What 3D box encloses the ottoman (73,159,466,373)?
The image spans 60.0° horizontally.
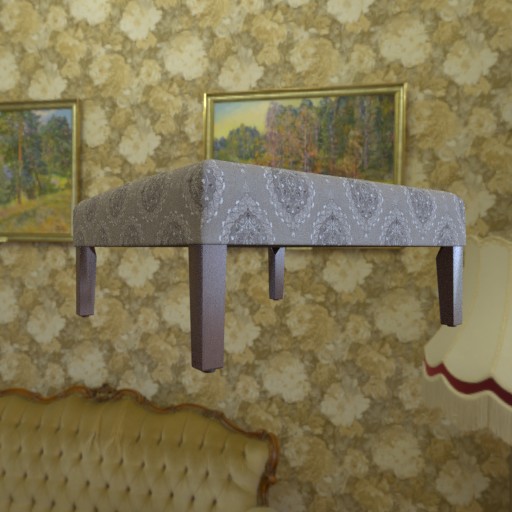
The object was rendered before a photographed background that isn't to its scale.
[{"bbox_3d":[0.000,0.000,1.395,0.889,0.411,0.890,-1,1,-36],"label":"ottoman"}]
